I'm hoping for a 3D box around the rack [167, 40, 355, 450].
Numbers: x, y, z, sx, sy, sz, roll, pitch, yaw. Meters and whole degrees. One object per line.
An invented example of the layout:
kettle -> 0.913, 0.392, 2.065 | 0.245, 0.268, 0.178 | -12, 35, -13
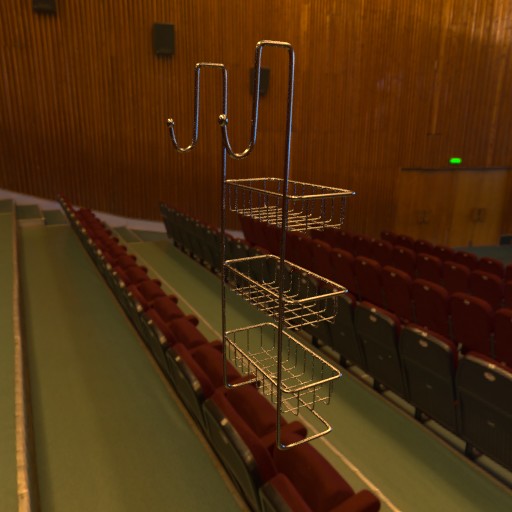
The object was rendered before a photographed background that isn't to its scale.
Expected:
rack -> 0.000, 0.000, 0.688 | 0.202, 0.574, 0.228 | -8, 18, -27
